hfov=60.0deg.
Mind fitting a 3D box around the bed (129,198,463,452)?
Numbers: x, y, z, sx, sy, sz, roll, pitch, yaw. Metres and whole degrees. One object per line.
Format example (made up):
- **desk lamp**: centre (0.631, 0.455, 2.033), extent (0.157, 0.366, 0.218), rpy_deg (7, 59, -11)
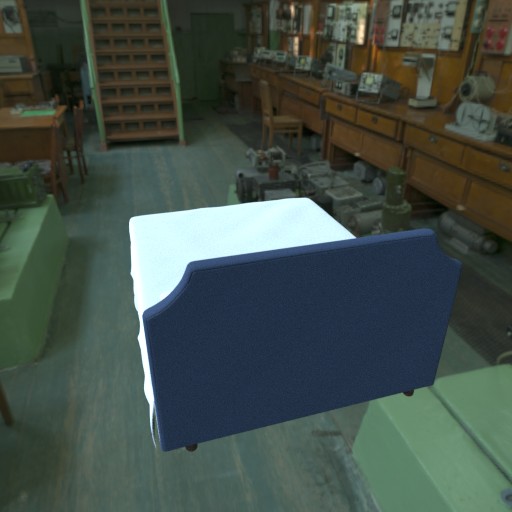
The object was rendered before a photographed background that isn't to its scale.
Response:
- **bed**: centre (0.000, 0.000, 4.191), extent (2.350, 1.488, 2.773), rpy_deg (-8, 29, -15)
